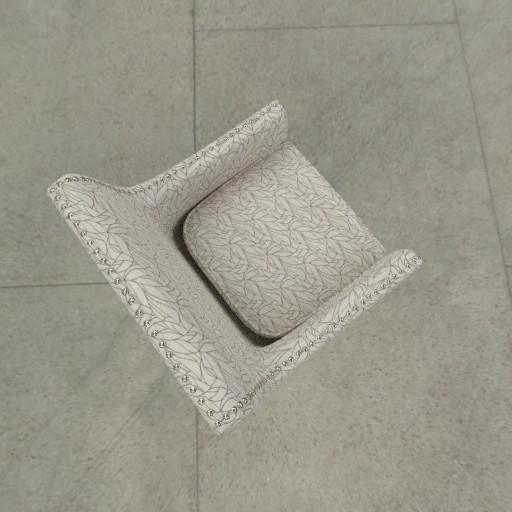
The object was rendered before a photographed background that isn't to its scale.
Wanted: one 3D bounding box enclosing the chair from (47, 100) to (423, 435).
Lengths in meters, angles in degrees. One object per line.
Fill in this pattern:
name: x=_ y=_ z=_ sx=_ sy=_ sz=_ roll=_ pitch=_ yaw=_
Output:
chair: x=0.000 y=0.000 z=1.278 sx=0.651 sy=0.816 sz=0.623 roll=-37 pitch=78 yaw=-9
